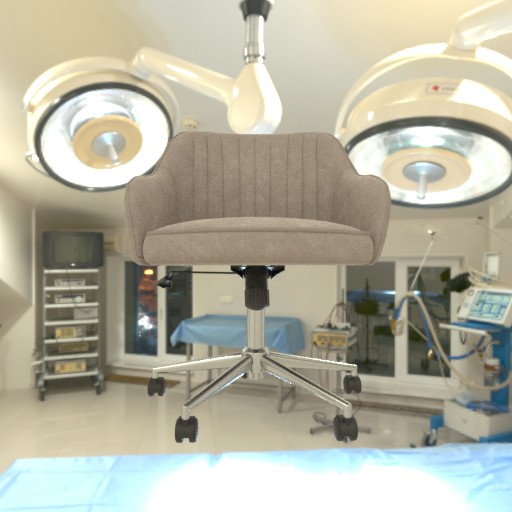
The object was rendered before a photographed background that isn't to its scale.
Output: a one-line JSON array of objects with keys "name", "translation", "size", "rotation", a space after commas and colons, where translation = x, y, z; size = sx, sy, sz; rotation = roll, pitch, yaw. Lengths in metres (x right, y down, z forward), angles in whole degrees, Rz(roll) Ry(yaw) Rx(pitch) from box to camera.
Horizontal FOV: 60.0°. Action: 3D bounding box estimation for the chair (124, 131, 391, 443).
[{"name": "chair", "translation": [0.000, 0.000, 1.249], "size": [0.635, 0.831, 0.573], "rotation": [0, 0, -1]}]
